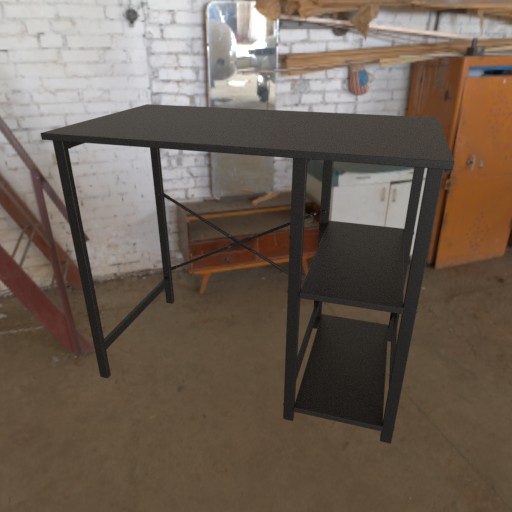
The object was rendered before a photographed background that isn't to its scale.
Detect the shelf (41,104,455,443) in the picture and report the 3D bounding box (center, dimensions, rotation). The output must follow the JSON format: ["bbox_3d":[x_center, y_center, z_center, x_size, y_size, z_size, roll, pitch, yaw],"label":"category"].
[{"bbox_3d":[0.000,0.000,1.298,0.902,0.749,0.498,8,28,15],"label":"shelf"}]
